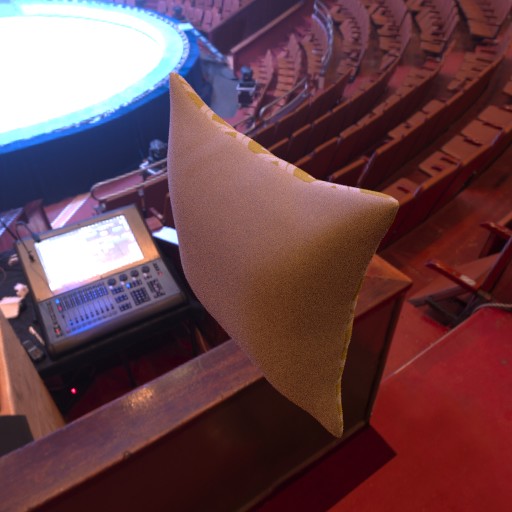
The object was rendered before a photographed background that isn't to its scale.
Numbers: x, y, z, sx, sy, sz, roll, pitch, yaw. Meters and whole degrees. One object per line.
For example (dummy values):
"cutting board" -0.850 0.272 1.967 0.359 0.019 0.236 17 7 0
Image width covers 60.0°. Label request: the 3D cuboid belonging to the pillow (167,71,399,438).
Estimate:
"pillow" 0.000 0.000 0.773 0.188 0.494 0.504 -25 46 -27
